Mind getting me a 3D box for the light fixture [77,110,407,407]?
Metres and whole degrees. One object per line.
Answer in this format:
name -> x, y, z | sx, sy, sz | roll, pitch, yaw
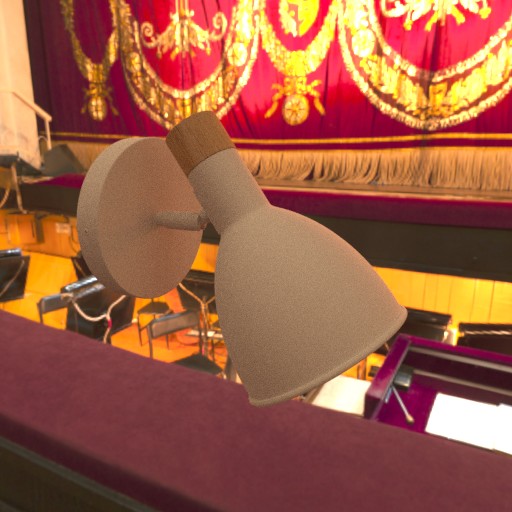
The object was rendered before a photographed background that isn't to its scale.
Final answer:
light fixture -> 0.000, 0.000, 0.314 | 0.209, 0.199, 0.127 | 7, 16, 26
